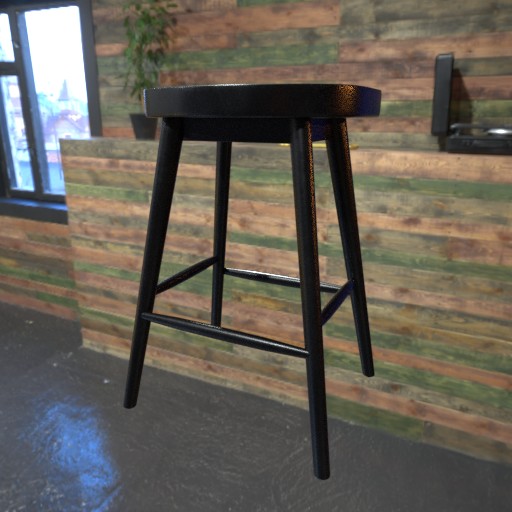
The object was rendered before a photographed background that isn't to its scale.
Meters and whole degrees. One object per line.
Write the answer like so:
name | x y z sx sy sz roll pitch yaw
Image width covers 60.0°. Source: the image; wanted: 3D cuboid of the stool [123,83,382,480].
stool | 0.000 0.000 0.875 0.440 0.615 0.361 9 19 25
